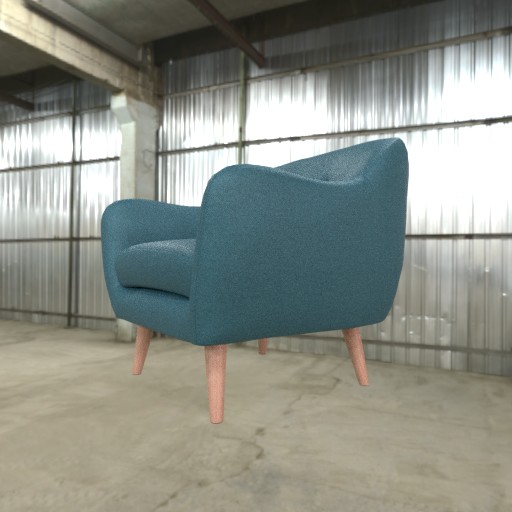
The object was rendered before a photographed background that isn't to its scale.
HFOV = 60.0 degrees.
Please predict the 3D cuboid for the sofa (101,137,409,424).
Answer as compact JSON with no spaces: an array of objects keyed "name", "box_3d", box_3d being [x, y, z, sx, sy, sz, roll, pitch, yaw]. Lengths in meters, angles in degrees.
[{"name":"sofa","box_3d":[0.000,0.000,1.498,0.825,0.817,0.836,0,0,-36]}]
